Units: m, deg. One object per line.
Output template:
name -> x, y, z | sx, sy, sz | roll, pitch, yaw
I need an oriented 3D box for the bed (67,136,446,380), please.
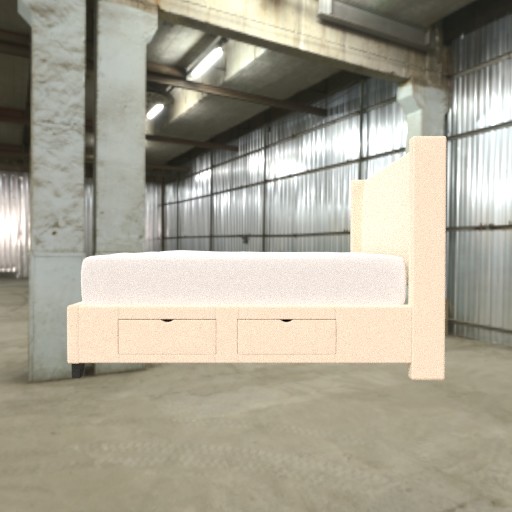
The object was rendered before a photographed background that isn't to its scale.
bed -> 0.000, 0.000, 3.536 | 2.280, 1.471, 1.765 | 0, 1, 0
